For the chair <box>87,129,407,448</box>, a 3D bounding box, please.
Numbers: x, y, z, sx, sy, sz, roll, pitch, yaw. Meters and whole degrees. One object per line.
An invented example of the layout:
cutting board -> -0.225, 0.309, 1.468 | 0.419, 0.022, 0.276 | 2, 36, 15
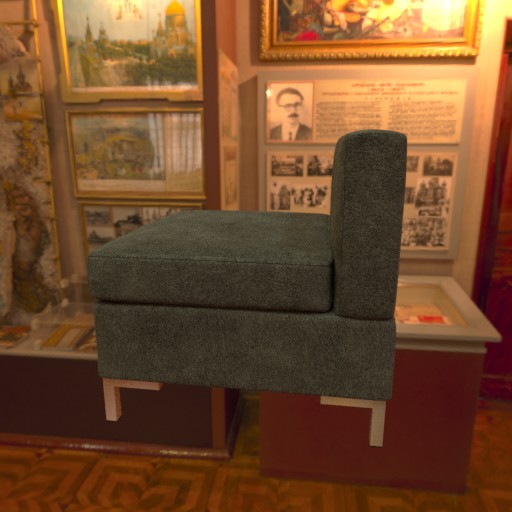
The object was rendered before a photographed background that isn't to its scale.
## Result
chair -> 0.000, 0.000, 1.230 | 0.680, 0.660, 0.680 | 2, 14, 8
